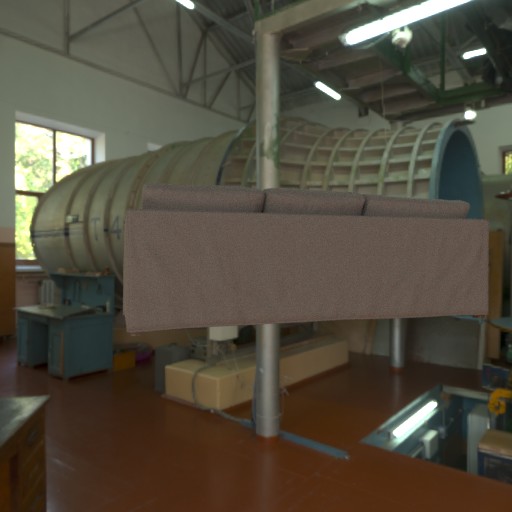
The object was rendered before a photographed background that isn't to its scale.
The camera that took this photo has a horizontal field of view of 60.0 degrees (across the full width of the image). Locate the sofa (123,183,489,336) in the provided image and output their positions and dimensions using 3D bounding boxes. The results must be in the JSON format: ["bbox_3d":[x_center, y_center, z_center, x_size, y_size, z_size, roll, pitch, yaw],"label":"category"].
[{"bbox_3d":[0.000,0.000,4.216,2.432,0.871,3.182,0,0,-17],"label":"sofa"}]
